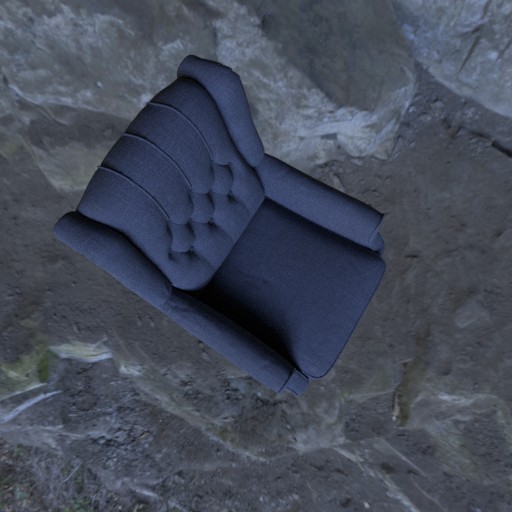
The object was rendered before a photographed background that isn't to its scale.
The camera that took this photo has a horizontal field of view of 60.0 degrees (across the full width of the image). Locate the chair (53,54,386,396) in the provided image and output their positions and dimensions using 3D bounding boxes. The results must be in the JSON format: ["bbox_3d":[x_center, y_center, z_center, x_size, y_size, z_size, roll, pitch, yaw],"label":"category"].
[{"bbox_3d":[0.000,0.000,1.624,0.898,1.035,0.742,31,77,8],"label":"chair"}]
